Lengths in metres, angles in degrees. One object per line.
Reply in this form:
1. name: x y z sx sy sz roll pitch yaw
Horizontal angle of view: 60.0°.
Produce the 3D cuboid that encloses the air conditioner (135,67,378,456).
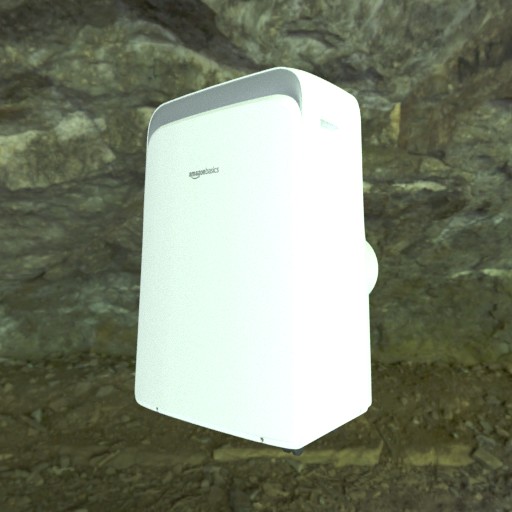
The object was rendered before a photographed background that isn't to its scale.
1. air conditioner: 0.000 0.000 0.970 0.454 0.700 0.365 -1 -1 37
